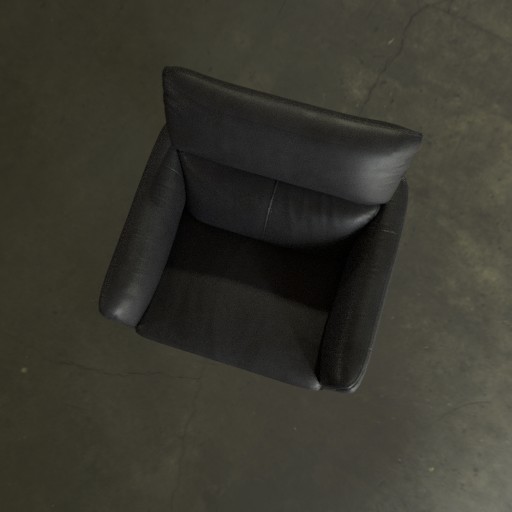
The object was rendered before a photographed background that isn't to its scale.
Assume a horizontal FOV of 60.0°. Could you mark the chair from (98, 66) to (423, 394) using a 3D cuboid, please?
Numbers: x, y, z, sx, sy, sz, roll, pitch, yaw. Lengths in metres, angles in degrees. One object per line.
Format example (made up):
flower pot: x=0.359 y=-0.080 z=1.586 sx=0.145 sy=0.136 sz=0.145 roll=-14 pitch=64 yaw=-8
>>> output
chair: x=0.000 y=0.000 z=1.652 sx=0.976 sy=0.949 sz=0.809 roll=17 pitch=75 yaw=4
